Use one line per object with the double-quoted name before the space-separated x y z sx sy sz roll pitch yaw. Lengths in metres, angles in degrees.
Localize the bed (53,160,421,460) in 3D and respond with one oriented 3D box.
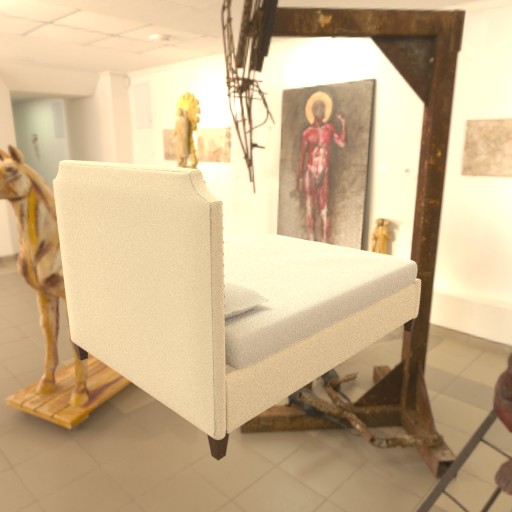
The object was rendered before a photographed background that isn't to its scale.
"bed" 0.000 0.000 3.462 1.712 1.497 2.372 14 20 42
